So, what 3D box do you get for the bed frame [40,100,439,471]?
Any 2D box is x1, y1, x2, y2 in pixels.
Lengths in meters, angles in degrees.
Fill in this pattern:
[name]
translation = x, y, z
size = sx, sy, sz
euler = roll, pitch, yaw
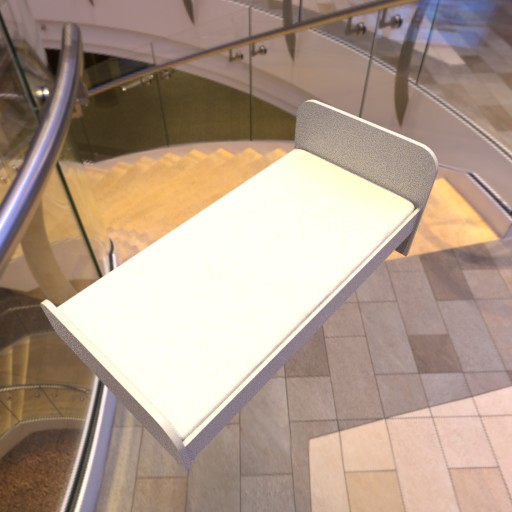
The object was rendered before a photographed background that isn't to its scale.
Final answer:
[bed frame]
translation = 0.000, 0.000, 2.435
size = 0.998, 0.805, 1.963
euler = 33, 55, 27
